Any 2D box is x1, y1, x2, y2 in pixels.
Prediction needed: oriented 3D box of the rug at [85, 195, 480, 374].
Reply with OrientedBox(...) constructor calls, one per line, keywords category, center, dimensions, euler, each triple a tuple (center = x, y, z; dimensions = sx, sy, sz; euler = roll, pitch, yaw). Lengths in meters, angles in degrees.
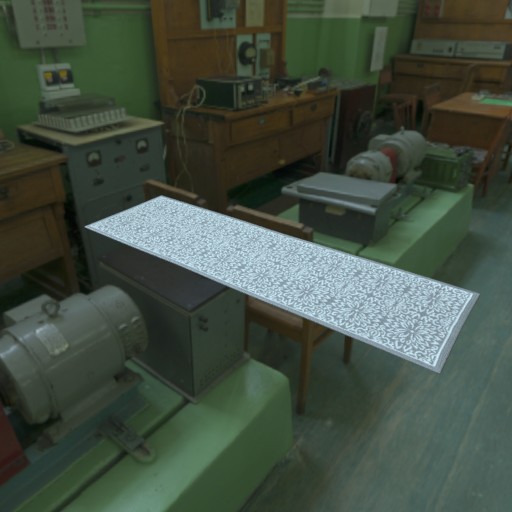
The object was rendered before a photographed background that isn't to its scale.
OrientedBox(category="rug", center=(0.000, 0.000, 2.466), dimensions=(2.196, 0.011, 0.662), euler=(19, 35, 31))
